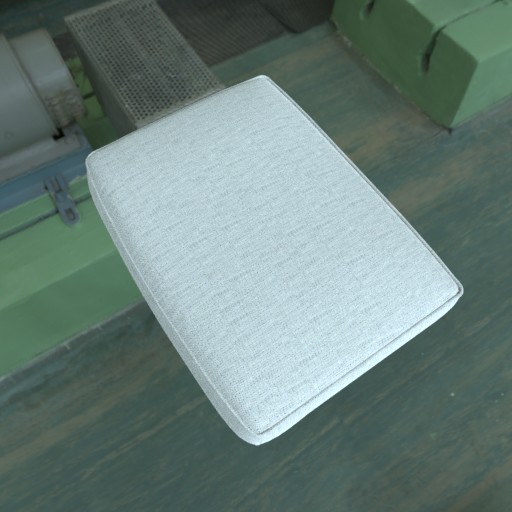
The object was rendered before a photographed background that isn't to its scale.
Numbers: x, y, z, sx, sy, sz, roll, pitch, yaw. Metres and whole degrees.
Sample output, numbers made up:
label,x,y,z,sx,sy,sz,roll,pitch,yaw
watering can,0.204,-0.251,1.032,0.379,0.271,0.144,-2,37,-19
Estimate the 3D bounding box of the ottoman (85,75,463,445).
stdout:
label,x,y,z,sx,sy,sz,roll,pitch,yaw
ottoman,0.000,0.000,1.167,0.594,0.465,0.794,-31,68,-14
